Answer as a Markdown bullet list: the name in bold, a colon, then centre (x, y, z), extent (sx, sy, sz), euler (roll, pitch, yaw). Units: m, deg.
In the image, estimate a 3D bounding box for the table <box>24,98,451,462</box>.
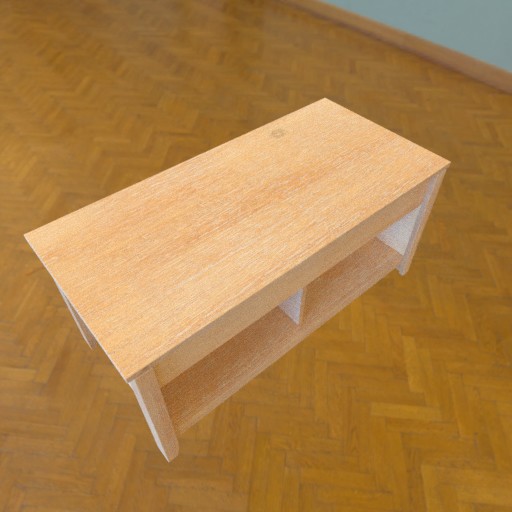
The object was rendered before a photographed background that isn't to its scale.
- **table**: centre (0.000, 0.000, 1.301), extent (1.016, 0.457, 0.483), euler (-32, 55, -26)
